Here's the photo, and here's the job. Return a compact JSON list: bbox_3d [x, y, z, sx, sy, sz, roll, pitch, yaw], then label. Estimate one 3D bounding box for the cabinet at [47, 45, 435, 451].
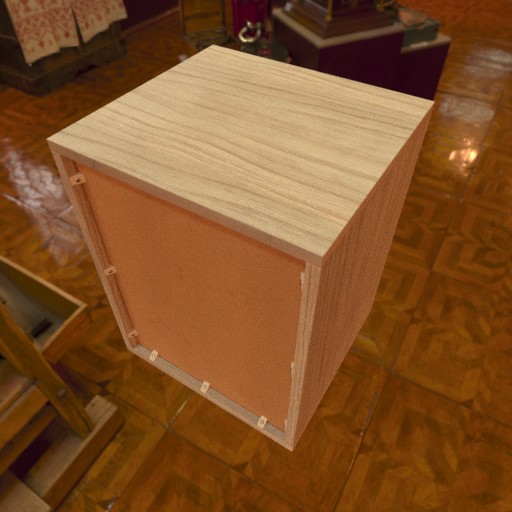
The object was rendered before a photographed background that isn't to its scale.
[{"bbox_3d":[0.000,0.000,0.842,0.409,0.579,0.401,24,51,22],"label":"cabinet"}]
